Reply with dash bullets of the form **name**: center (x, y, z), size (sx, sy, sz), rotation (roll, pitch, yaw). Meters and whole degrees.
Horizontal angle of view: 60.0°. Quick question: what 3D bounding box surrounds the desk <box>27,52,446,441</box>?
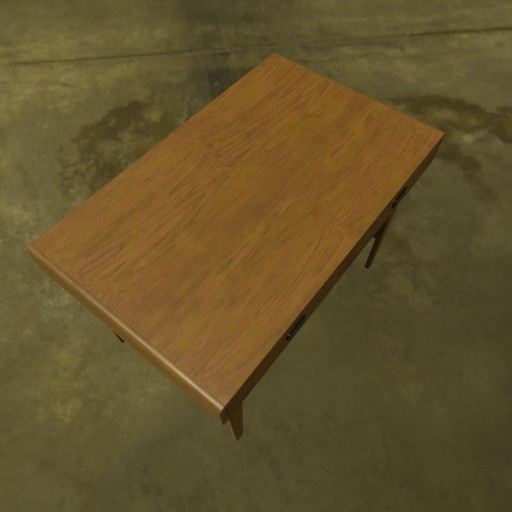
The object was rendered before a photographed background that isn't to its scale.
- **desk**: center (0.000, 0.000, 1.563), size (0.660, 0.754, 1.066), rotation (34, 64, 19)
